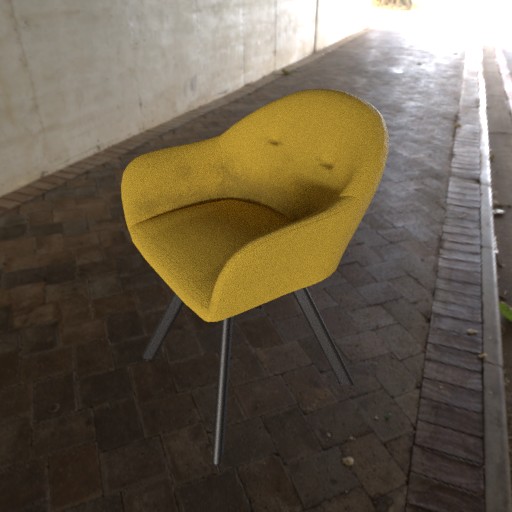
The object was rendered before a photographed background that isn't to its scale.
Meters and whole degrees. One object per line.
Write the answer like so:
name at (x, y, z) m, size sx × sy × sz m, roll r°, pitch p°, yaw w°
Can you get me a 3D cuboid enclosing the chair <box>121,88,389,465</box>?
chair at (0.000, 0.000, 1.169) m, size 0.565 × 0.775 × 0.545 m, roll -20°, pitch 37°, yaw -29°
